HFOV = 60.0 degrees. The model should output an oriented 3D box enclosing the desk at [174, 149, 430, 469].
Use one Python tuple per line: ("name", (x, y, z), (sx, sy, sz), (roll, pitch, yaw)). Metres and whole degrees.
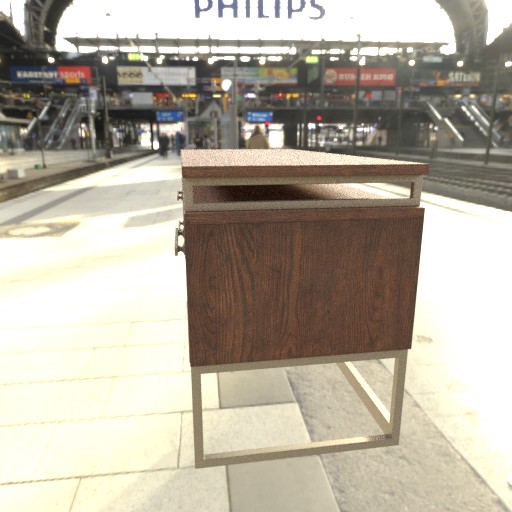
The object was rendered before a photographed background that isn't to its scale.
("desk", (0.000, 0.000, 1.769), (0.610, 0.792, 1.384), (-2, 15, -9))
